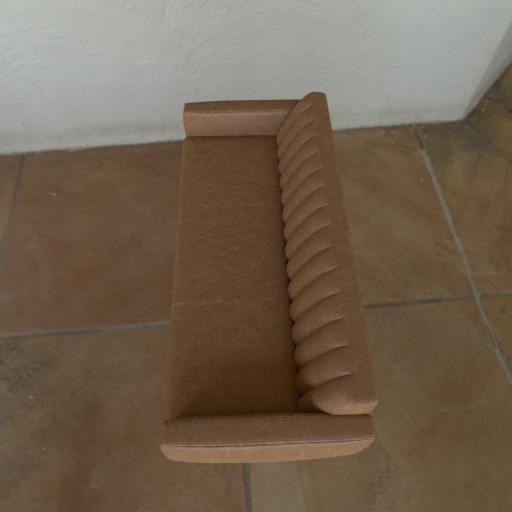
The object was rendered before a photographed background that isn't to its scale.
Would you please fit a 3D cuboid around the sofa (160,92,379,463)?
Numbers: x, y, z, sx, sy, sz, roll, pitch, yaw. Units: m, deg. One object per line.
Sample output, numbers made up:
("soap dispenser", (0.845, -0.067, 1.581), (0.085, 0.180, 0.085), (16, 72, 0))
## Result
("sofa", (0.000, 0.000, 2.713), (0.990, 0.821, 2.291), (-2, 59, -1))
